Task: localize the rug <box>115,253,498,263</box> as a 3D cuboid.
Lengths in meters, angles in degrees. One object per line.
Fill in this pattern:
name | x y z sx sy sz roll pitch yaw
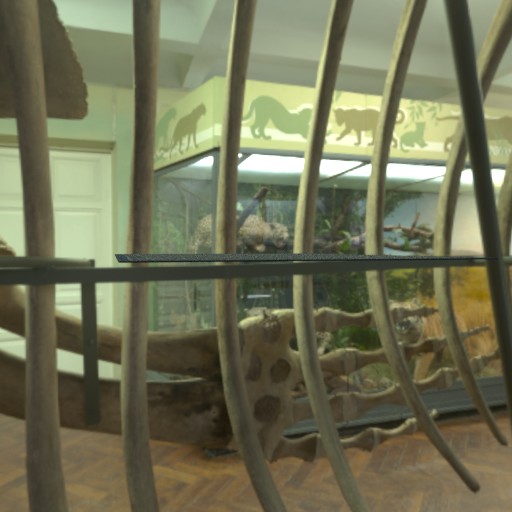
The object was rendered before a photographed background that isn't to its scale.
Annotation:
rug | 0.000 0.000 4.039 2.438 0.010 3.048 0 1 -18
